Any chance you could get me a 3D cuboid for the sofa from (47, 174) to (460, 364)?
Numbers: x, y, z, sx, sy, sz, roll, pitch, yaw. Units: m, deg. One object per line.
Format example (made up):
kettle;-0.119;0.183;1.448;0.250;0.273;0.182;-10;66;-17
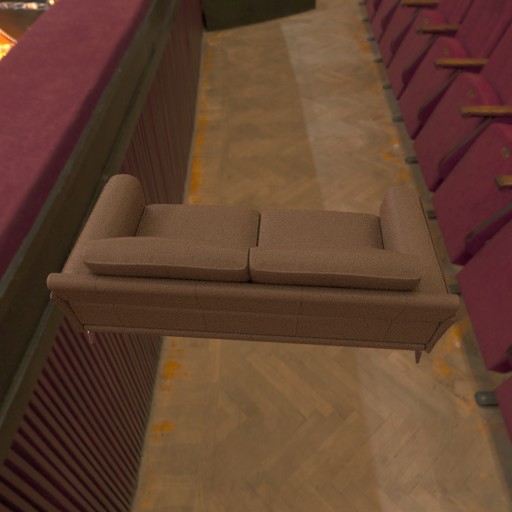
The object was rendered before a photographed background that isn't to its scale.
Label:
sofa;0.000;0.000;2.674;2.101;0.930;1.049;3;46;3
